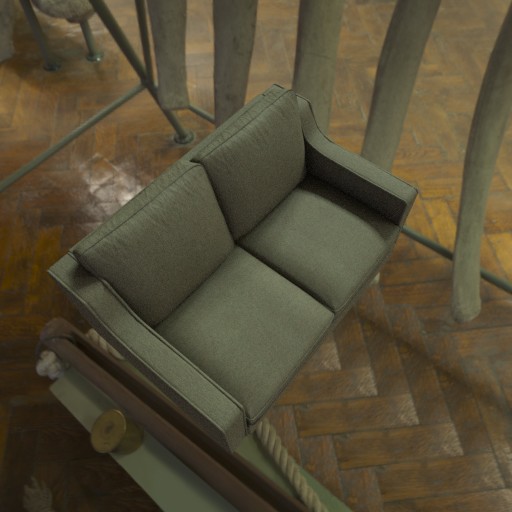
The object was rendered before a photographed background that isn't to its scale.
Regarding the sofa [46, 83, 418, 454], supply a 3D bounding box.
[{"bbox_3d":[0.000,0.000,2.211,0.985,0.981,1.503,35,65,19],"label":"sofa"}]
